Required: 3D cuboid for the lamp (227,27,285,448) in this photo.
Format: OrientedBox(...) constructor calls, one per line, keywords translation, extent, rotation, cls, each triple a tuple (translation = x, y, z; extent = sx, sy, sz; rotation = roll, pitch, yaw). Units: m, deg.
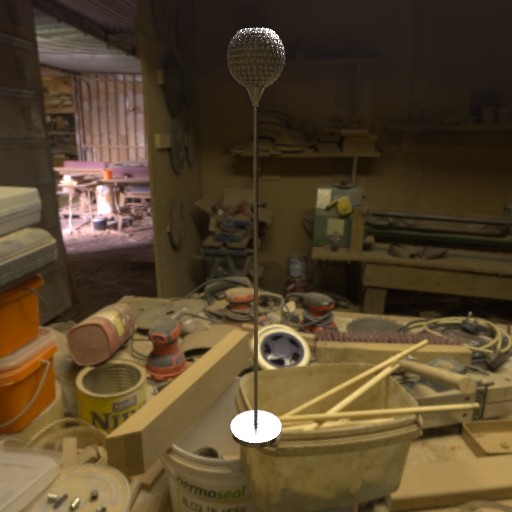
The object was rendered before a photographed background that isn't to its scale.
OrientedBox(translation=(0.000, 0.000, 1.958), extent=(0.254, 1.805, 0.254), rotation=(0, 16, 0), cls="lamp")
